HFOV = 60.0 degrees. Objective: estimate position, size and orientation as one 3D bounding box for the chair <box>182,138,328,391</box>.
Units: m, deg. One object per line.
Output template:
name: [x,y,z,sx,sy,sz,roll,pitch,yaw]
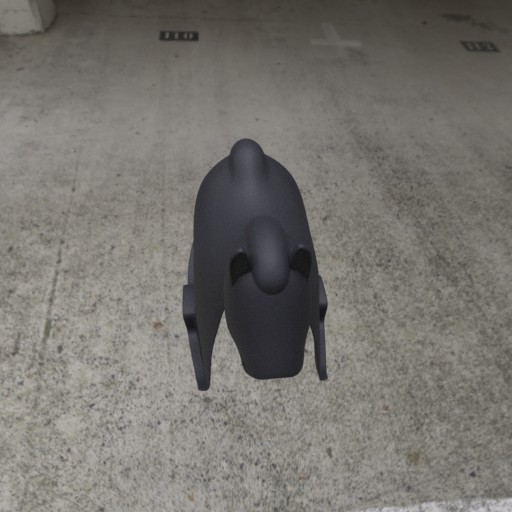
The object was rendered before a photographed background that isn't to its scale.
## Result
chair: [0.000,0.000,1.133,0.429,0.612,0.800,-4,47,-4]
